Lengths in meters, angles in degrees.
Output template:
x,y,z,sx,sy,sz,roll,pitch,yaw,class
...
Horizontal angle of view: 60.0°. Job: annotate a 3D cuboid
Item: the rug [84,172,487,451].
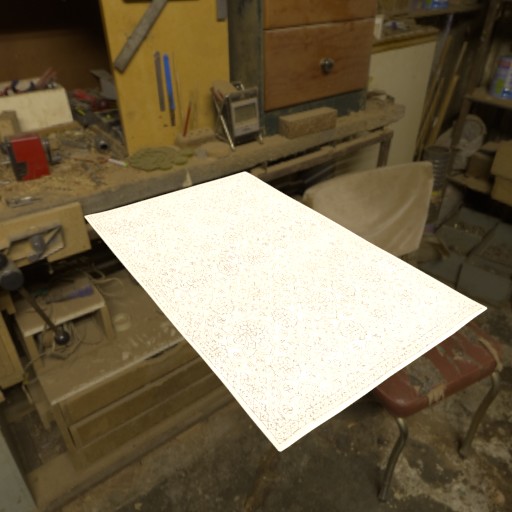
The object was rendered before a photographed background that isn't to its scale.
x,y,z,sx,sy,sz,roll,pitch,yaw,class
0.000,0.000,2.979,1.518,0.023,2.434,-22,40,-29,rug
